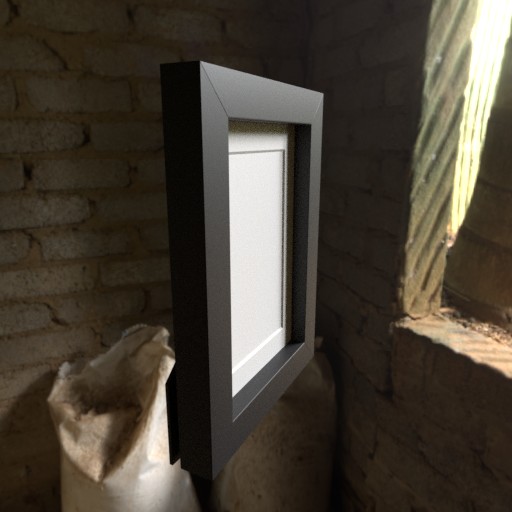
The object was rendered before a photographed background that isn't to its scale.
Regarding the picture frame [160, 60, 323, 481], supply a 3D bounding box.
[{"bbox_3d":[0.000,0.000,0.283,0.028,0.208,0.157,7,17,26],"label":"picture frame"}]
